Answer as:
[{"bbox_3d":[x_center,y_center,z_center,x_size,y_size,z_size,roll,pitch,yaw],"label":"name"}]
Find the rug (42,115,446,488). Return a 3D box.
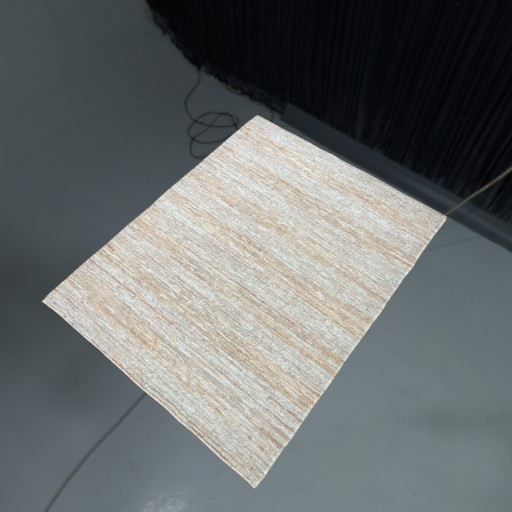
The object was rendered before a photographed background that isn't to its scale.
[{"bbox_3d":[0.000,0.000,3.967,2.313,0.009,2.939,34,64,19],"label":"rug"}]
